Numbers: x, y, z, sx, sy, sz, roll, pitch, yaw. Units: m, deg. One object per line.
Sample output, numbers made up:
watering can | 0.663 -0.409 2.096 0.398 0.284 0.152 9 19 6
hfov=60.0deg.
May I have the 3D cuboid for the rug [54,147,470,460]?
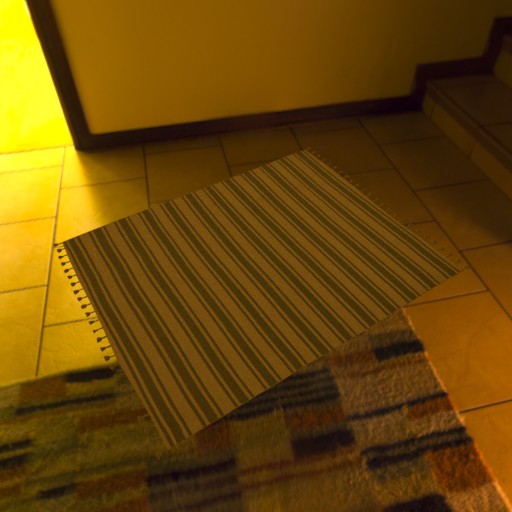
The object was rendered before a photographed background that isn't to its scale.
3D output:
rug | 0.000 0.000 4.236 3.201 0.005 2.439 -25 51 -22
